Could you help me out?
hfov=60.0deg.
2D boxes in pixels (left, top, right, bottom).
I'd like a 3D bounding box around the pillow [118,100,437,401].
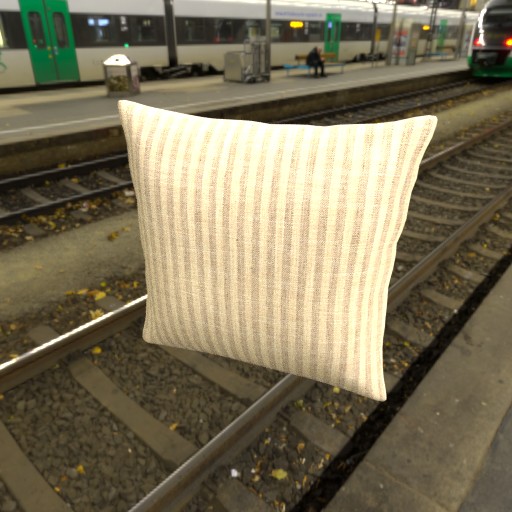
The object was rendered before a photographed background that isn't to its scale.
[{"bbox_3d":[0.000,0.000,0.793,0.523,0.510,0.166,9,28,18],"label":"pillow"}]
